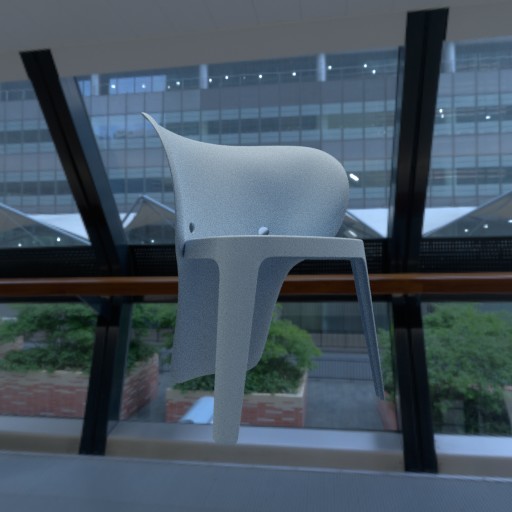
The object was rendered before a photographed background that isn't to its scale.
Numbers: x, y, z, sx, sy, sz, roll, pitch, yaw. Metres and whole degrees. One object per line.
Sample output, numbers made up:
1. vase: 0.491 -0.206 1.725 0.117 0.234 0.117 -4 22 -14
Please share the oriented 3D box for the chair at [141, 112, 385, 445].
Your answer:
1. chair: 0.000 0.000 0.888 0.451 0.554 0.402 1 -1 -36
